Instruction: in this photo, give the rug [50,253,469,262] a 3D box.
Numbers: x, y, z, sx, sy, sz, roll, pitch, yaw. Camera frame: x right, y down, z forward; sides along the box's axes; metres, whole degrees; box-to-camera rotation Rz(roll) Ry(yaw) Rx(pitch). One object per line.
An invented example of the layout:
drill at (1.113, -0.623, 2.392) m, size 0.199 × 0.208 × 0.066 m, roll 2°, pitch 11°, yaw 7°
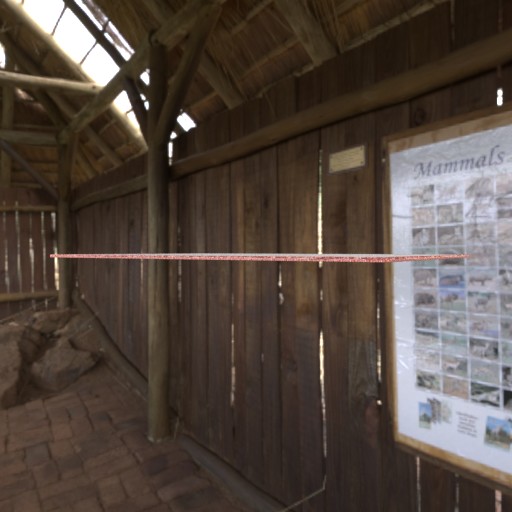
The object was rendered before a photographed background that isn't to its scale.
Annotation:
rug at (0.000, 0.000, 2.317) m, size 1.829 × 0.016 × 1.219 m, roll 0°, pitch 1°, yaw 36°
